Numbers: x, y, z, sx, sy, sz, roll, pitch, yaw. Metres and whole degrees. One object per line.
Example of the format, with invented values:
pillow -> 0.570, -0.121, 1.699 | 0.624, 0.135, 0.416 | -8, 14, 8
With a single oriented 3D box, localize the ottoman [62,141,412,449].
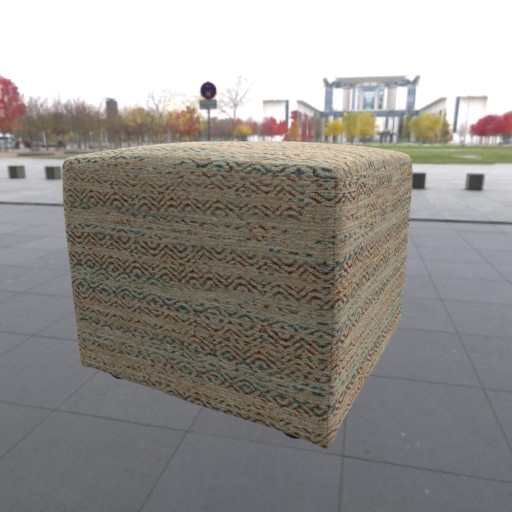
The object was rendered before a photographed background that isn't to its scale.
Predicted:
ottoman -> 0.000, 0.000, 0.902 | 0.512, 0.453, 0.521 | 8, 17, 28
